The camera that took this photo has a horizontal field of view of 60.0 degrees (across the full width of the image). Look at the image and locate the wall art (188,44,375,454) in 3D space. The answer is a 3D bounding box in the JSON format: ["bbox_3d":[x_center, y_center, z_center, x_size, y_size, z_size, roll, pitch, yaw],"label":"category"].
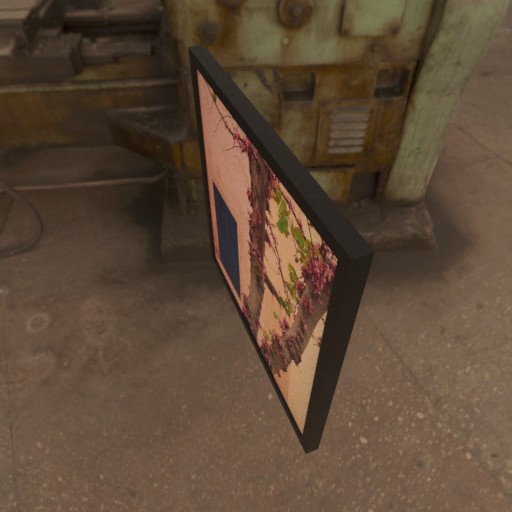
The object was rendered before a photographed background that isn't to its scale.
[{"bbox_3d":[0.000,0.000,1.129,0.038,0.762,0.762,-17,50,-15],"label":"wall art"}]
